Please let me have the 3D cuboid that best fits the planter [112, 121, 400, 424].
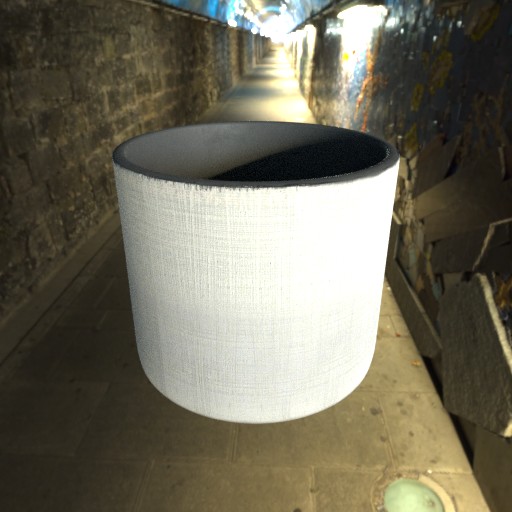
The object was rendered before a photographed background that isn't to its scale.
[{"bbox_3d":[0.000,0.000,0.399,0.226,0.201,0.226,0,26,0],"label":"planter"}]
